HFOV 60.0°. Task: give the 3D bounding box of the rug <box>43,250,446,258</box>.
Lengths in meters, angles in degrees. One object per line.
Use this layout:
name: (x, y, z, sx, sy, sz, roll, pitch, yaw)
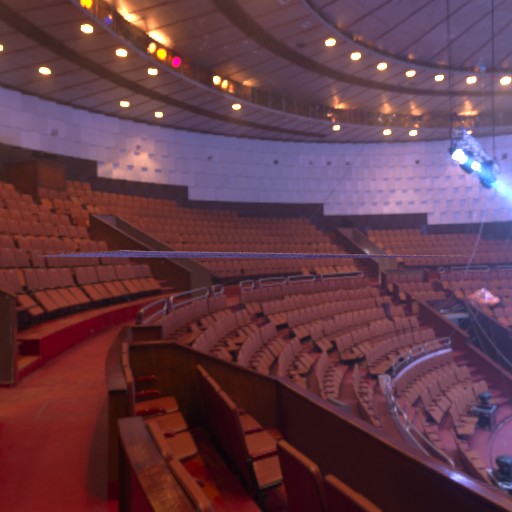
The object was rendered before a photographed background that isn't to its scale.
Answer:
rug: (0.000, 0.000, 2.237, 1.813, 0.008, 1.223, 1, -1, -36)
